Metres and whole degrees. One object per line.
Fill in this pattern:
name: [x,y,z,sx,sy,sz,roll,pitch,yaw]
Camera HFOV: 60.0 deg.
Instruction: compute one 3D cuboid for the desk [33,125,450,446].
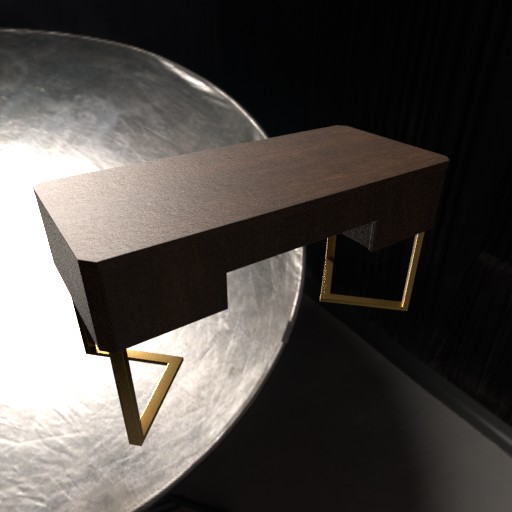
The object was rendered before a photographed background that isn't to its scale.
desk: [0.000,0.000,1.875,1.479,0.762,0.684,-19,35,-29]
